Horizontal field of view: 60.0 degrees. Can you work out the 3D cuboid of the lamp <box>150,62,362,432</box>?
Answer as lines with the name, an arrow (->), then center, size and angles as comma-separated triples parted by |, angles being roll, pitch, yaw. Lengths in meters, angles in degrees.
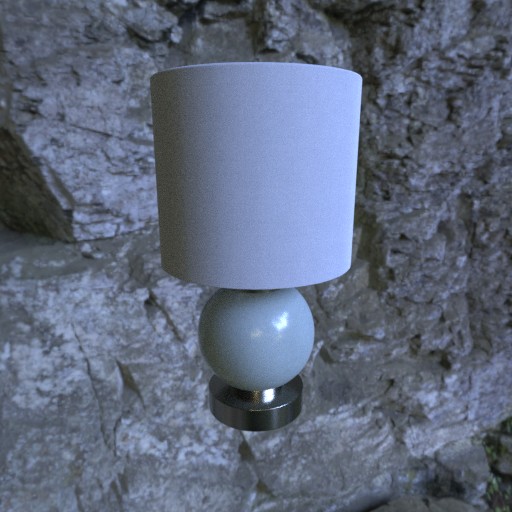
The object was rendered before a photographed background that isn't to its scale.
lamp -> 0.000, 0.000, 0.474 | 0.201, 0.353, 0.201 | -7, 16, -26
